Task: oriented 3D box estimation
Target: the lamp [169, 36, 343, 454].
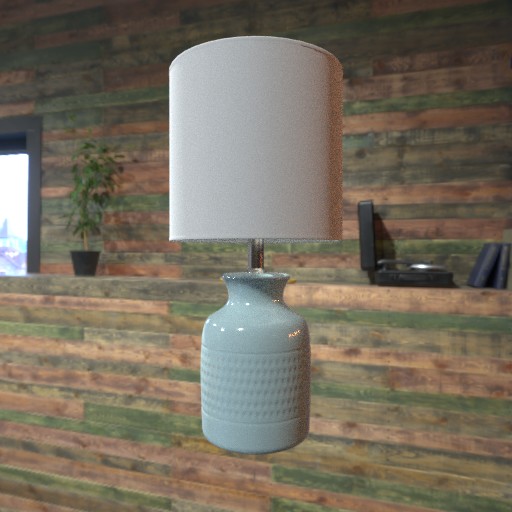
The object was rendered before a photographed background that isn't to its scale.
[{"bbox_3d":[0.000,0.000,1.087,0.418,0.871,0.418,0,0,19],"label":"lamp"}]
